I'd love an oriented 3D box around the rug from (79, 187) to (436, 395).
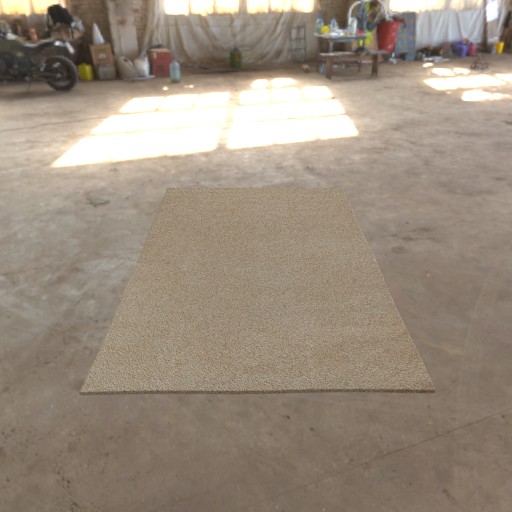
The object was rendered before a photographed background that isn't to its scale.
[{"bbox_3d":[0.000,0.000,3.397,1.800,0.025,2.699,0,31,0],"label":"rug"}]
